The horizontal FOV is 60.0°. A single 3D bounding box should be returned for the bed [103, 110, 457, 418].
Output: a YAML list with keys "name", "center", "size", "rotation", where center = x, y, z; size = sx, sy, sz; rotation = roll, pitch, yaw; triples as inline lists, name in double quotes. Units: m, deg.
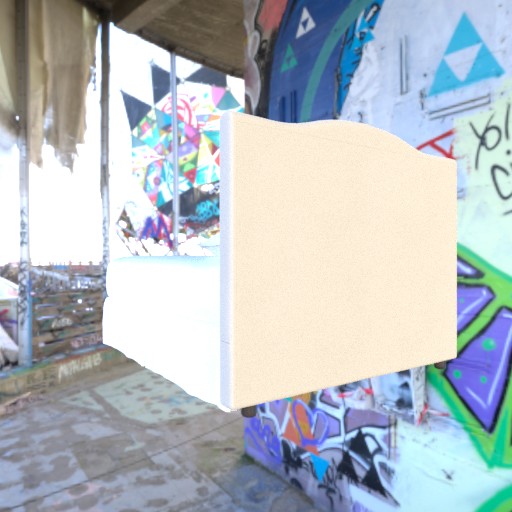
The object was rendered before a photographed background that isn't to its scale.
- name: "bed"
  center: [0.000, 0.000, 3.134]
  size: [1.678, 1.398, 2.052]
  rotation: [0, 0, -35]
